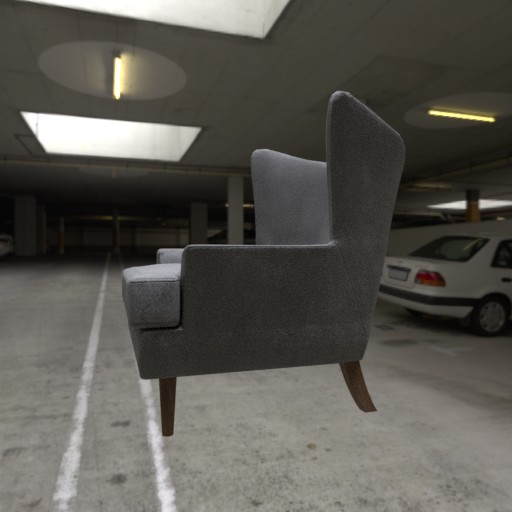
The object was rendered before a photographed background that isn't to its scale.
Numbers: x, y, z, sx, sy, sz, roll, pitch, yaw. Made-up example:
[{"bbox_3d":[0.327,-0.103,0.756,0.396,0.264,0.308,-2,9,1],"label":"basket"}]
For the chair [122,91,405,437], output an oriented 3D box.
[{"bbox_3d":[0.000,0.000,1.587,0.906,0.950,0.784,0,0,-18],"label":"chair"}]
